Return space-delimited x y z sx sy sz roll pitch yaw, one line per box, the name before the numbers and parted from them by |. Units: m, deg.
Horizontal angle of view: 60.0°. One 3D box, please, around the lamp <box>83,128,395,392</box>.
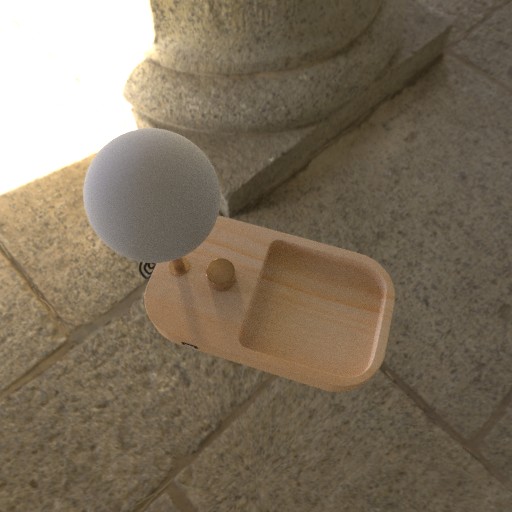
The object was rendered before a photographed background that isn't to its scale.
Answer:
lamp | 0.000 0.000 0.463 0.331 0.253 0.173 16 64 8
